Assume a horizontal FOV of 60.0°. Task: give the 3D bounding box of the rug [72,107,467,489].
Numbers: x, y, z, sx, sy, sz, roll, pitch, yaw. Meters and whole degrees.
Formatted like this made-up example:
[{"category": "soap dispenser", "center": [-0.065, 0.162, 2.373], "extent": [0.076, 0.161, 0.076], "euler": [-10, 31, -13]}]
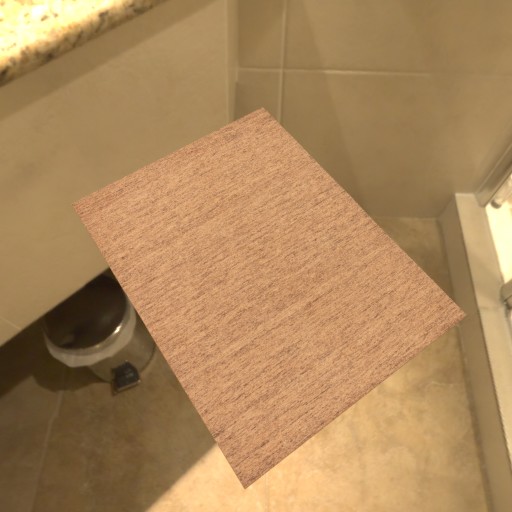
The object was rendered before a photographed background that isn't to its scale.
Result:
[{"category": "rug", "center": [0.000, 0.000, 4.322], "extent": [2.448, 0.013, 3.205], "euler": [-32, 66, -16]}]
